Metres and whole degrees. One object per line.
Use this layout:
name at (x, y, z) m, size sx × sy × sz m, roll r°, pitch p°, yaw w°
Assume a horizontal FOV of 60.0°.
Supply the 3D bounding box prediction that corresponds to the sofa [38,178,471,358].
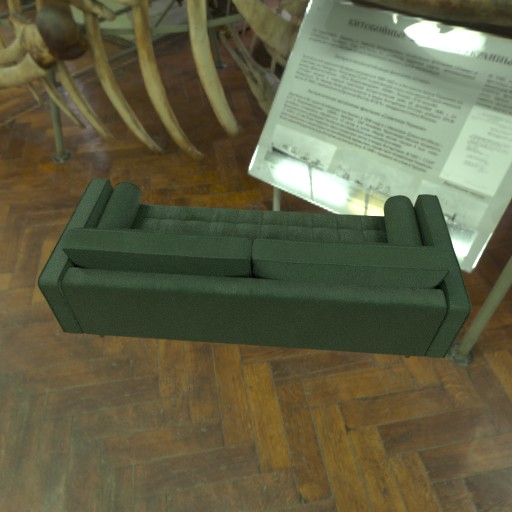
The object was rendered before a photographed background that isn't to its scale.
sofa at (0.000, 0.000, 2.649) m, size 2.199 × 0.769 × 0.918 m, roll 3°, pitch 47°, yaw 3°
